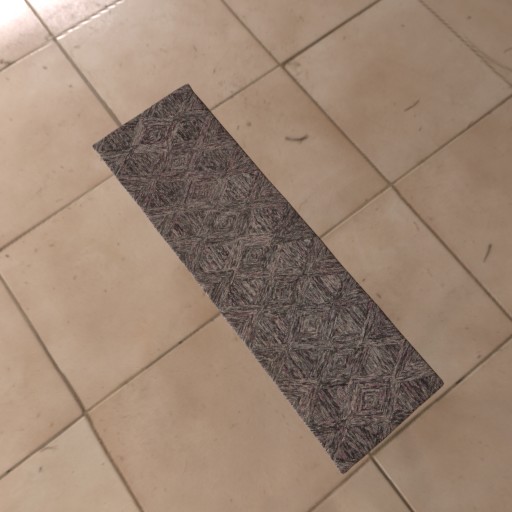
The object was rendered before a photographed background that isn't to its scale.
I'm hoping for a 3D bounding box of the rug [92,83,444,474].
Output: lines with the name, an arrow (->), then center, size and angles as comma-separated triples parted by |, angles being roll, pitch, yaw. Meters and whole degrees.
rug -> 0.000, 0.000, 2.486 | 0.719, 0.013, 2.305 | -37, 78, -9
